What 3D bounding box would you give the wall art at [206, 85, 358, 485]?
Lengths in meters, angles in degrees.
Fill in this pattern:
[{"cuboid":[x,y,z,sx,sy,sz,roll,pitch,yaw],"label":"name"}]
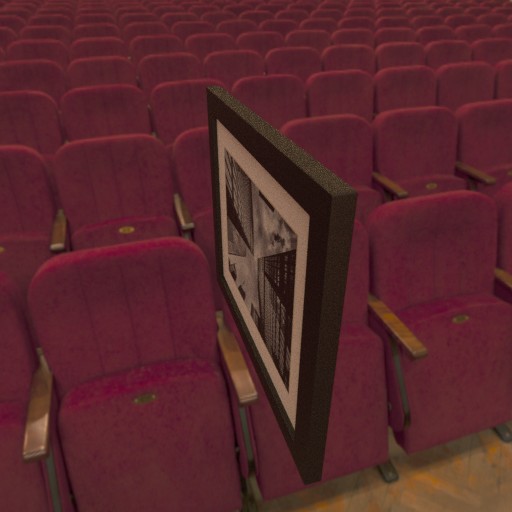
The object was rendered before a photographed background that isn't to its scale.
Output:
[{"cuboid":[0.000,0.000,0.757,0.031,0.457,0.558,-9,32,-15],"label":"wall art"}]
